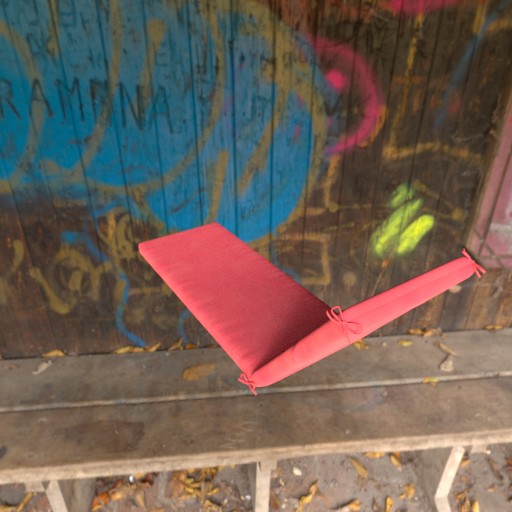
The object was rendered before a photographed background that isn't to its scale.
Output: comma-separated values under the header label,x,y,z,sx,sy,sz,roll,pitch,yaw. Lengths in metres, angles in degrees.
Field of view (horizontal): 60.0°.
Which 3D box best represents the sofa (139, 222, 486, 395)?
label,x,y,z,sx,sy,sz,roll,pitch,yaw
sofa,0.000,0.000,1.912,0.582,0.622,1.663,-19,35,-28
